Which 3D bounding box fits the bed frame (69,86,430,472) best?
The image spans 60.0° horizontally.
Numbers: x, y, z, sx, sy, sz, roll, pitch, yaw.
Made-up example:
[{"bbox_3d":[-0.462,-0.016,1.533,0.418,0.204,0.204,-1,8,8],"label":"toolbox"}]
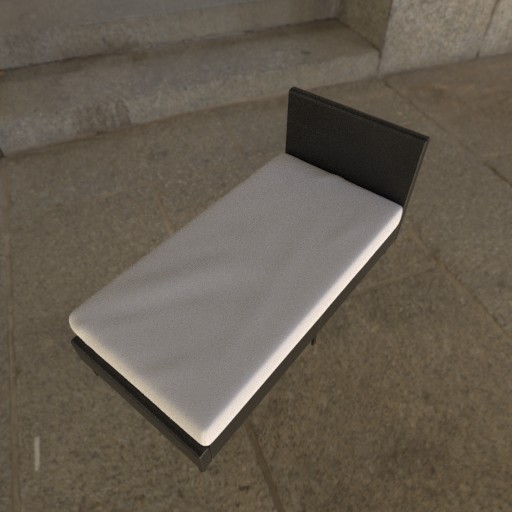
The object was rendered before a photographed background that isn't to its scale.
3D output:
[{"bbox_3d":[0.000,0.000,2.572,1.038,1.046,2.152,31,55,25],"label":"bed frame"}]
